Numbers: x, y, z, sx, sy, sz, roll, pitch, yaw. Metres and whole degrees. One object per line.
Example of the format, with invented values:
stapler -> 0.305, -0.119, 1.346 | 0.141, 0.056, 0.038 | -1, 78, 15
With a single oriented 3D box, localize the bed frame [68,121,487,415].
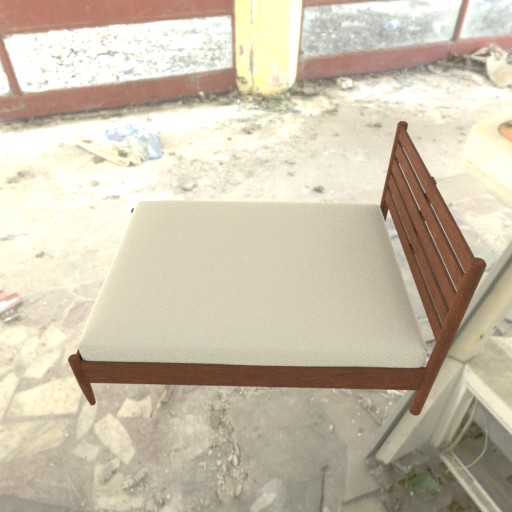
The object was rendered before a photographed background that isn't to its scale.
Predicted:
bed frame -> 0.000, 0.000, 3.155 | 2.234, 1.321, 1.655 | 1, 40, 1
